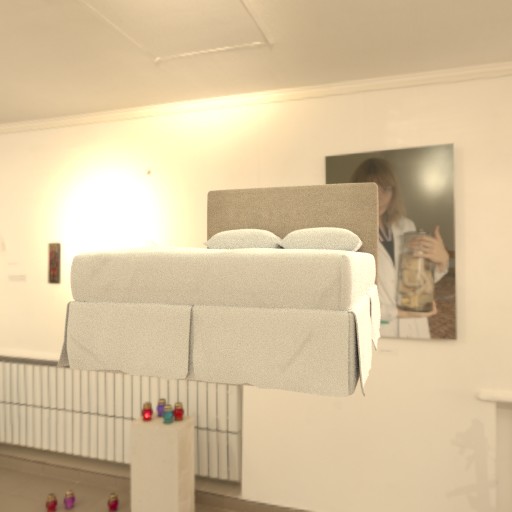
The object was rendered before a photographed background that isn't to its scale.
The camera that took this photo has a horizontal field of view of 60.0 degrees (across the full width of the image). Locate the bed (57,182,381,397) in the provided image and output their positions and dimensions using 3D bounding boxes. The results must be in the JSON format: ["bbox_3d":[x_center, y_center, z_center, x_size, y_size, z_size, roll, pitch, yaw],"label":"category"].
[{"bbox_3d":[0.000,0.000,3.244,1.713,1.330,2.162,0,0,18],"label":"bed"}]
